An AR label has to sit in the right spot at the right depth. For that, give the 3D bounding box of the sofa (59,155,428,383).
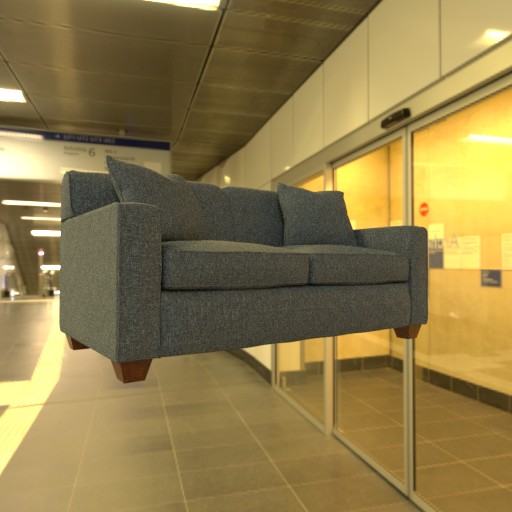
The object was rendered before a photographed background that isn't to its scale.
[{"bbox_3d":[0.000,0.000,2.451,1.846,0.958,0.998,1,-1,-35],"label":"sofa"}]
